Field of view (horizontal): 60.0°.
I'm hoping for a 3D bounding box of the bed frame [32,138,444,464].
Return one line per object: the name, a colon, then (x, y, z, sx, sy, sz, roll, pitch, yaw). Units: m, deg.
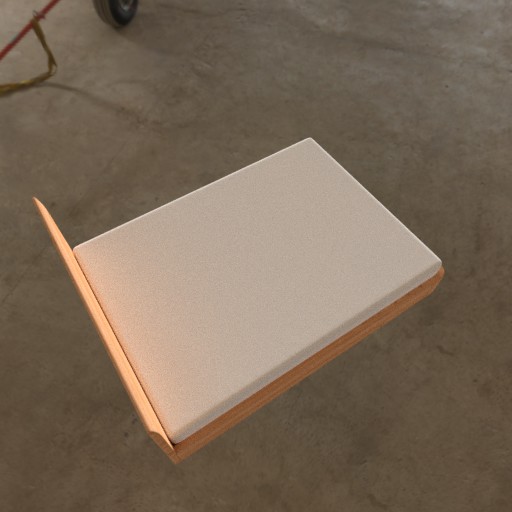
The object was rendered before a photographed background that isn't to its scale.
bed frame: (0.000, 0.000, 2.792, 1.992, 0.940, 1.472, -29, 61, -18)
